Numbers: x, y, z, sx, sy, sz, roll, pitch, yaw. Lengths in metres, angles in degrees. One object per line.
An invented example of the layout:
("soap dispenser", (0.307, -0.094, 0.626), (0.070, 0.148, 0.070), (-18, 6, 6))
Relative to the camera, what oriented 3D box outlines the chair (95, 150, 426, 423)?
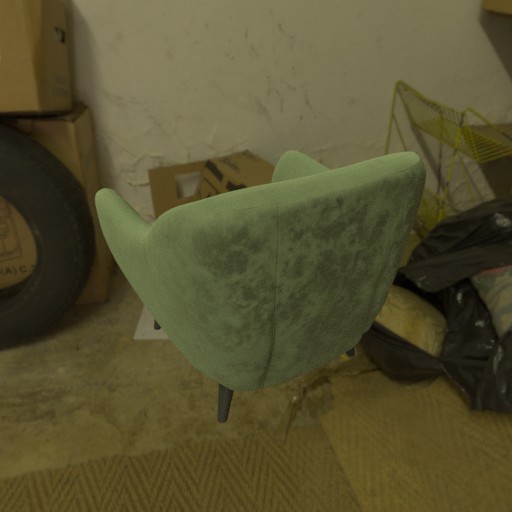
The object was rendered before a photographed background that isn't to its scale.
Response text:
("chair", (0.000, 0.000, 1.497), (0.840, 0.804, 0.819), (-18, 35, -28))
